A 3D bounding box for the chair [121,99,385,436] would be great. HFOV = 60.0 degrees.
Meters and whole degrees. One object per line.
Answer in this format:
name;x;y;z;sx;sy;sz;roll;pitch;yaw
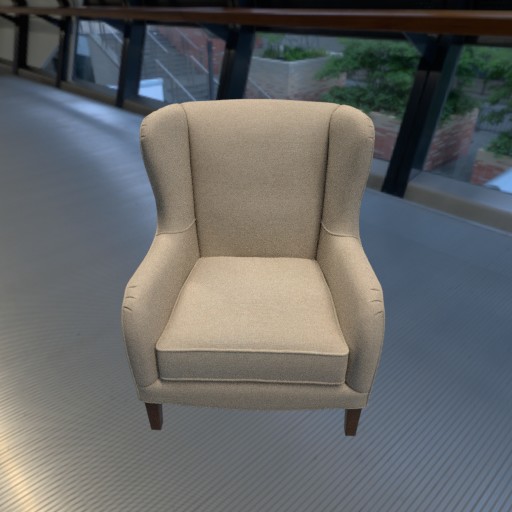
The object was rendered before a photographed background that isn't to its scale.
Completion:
chair;0.000;0.000;1.757;0.838;1.040;0.966;1;31;2
